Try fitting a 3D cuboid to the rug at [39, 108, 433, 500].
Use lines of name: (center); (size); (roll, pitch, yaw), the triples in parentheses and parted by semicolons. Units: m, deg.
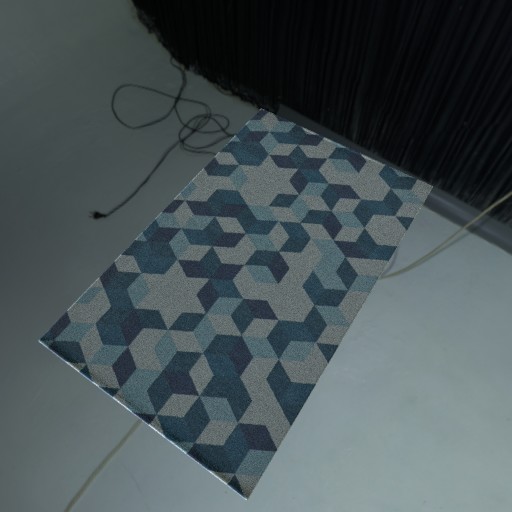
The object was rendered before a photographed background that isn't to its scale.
rug: (0.000, 0.000, 2.967); (1.518, 0.015, 2.438); (30, 63, 17)
